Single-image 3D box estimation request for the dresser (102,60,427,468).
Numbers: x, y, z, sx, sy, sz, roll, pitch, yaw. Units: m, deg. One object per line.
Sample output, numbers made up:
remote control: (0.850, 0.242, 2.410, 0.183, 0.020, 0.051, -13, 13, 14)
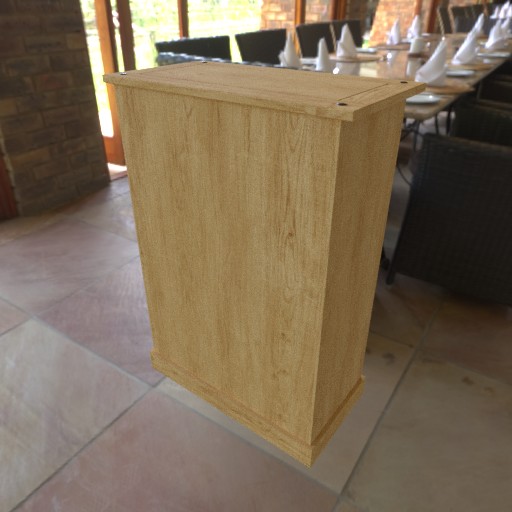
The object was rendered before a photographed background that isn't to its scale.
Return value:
dresser: (0.000, 0.000, 1.719, 0.915, 1.300, 0.485, 21, 36, 31)
